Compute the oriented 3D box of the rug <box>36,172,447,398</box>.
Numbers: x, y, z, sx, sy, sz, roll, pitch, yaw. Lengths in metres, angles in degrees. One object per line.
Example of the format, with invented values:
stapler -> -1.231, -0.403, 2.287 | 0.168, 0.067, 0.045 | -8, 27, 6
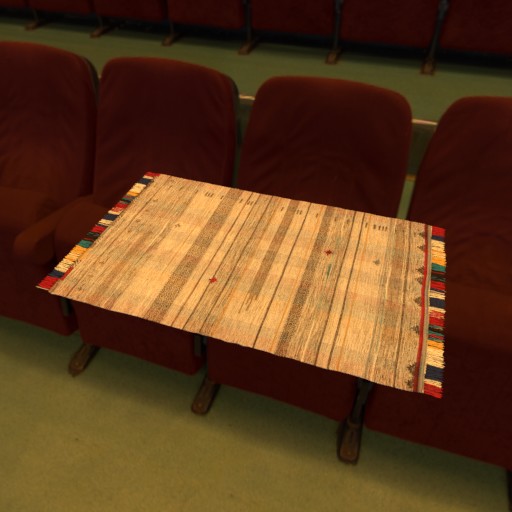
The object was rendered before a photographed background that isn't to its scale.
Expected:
rug -> 0.000, 0.000, 3.008 | 2.465, 0.012, 1.465 | 13, 44, 14
